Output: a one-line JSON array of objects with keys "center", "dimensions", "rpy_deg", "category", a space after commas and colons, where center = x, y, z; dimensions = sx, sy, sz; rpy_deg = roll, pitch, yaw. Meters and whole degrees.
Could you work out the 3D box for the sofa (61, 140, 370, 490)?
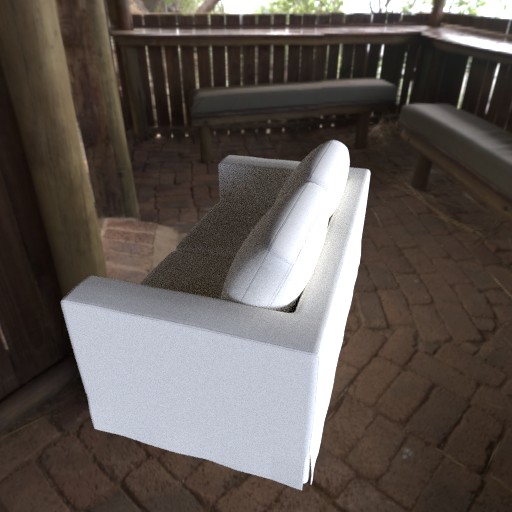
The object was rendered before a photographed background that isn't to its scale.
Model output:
[{"center": [0.000, 0.000, 2.359], "dimensions": [1.009, 0.932, 1.813], "rpy_deg": [9, 32, 15], "category": "sofa"}]
